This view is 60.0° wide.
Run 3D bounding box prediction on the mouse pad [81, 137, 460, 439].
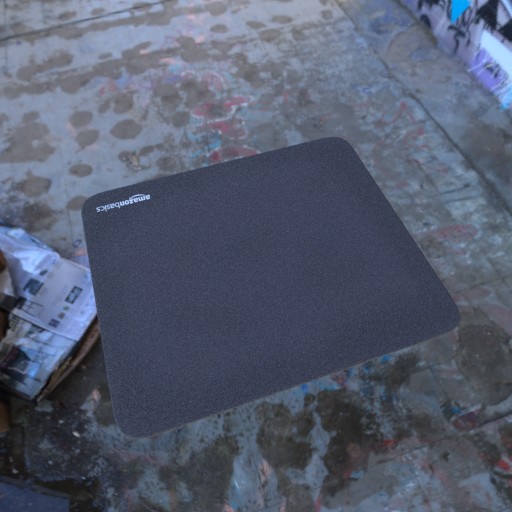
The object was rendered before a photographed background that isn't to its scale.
[{"bbox_3d":[0.000,0.000,0.347,0.249,0.002,0.211,-16,58,-10],"label":"mouse pad"}]
